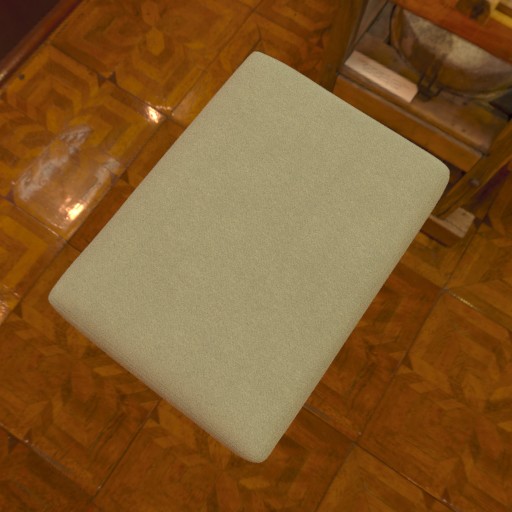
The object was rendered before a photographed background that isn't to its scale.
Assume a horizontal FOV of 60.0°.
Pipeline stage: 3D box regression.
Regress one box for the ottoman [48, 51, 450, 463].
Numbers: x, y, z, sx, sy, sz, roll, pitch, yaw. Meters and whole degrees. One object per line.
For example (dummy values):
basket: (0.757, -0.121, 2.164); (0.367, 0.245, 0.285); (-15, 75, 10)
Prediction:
ottoman: (0.000, 0.000, 1.140); (0.569, 0.499, 0.773); (35, 79, 8)
